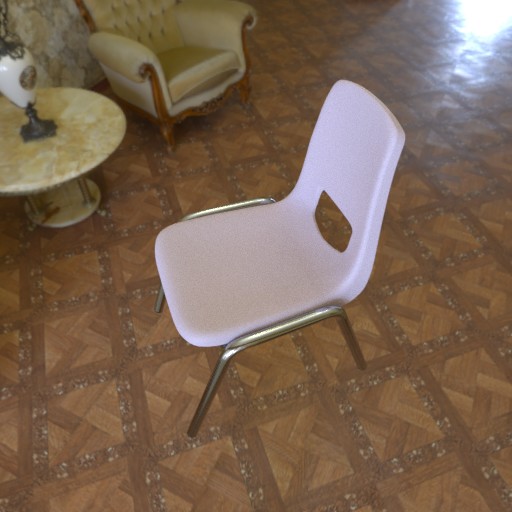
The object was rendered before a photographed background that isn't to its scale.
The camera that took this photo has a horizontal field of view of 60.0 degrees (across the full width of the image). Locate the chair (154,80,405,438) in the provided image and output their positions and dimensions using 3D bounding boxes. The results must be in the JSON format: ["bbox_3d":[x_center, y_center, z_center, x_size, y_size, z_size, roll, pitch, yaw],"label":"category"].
[{"bbox_3d":[0.000,0.000,0.853,0.423,0.586,0.354,-15,49,-14],"label":"chair"}]
